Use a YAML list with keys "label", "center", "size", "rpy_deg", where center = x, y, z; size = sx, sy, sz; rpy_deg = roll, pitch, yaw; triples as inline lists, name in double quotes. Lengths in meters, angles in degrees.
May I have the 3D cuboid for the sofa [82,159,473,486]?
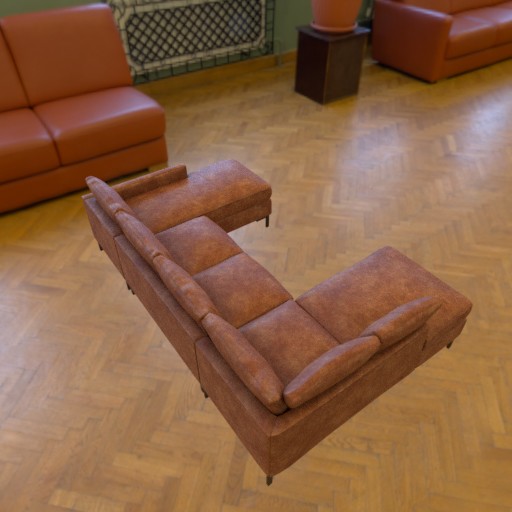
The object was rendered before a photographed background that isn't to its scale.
- label: "sofa"
  center: [0.000, 0.000, 3.830]
  size: [1.939, 0.900, 2.956]
  rpy_deg: [-26, 48, -26]
